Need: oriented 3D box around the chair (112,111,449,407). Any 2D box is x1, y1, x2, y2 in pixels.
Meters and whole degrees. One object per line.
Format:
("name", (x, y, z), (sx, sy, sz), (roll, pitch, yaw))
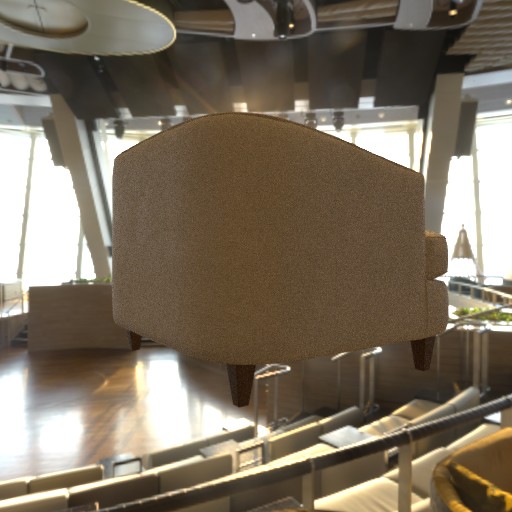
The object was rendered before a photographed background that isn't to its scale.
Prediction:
("chair", (0.000, 0.000, 1.716), (0.914, 0.787, 1.118), (-1, 2, -36))
